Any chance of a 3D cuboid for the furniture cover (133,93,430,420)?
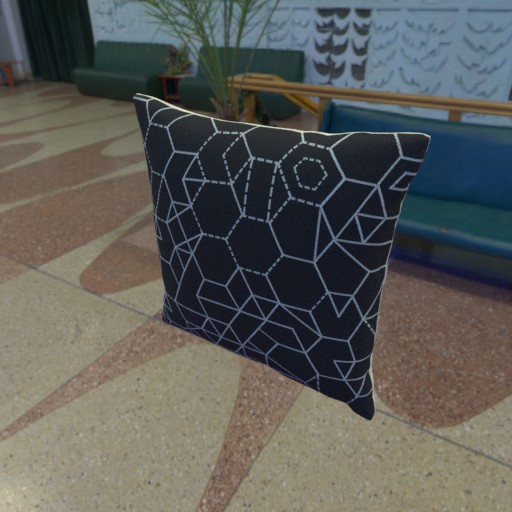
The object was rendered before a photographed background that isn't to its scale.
[{"bbox_3d":[0.000,0.000,0.793,0.517,0.508,0.158,18,34,29],"label":"furniture cover"}]
